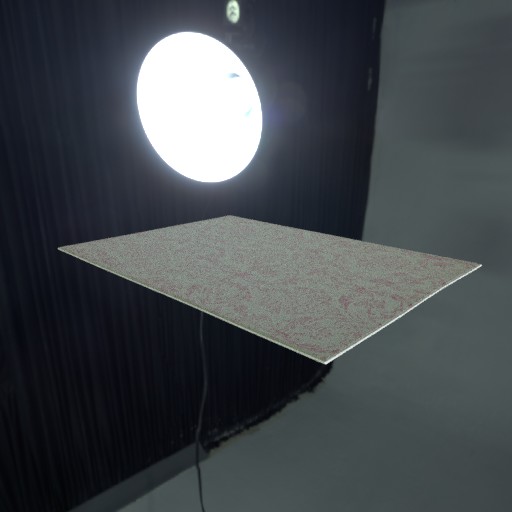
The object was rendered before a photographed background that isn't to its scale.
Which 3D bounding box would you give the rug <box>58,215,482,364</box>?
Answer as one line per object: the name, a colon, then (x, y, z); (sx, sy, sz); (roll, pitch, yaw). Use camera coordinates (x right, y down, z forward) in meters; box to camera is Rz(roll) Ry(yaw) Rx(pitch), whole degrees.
rug: (0.000, 0.000, 2.822); (2.202, 0.014, 1.598); (15, 22, 42)
